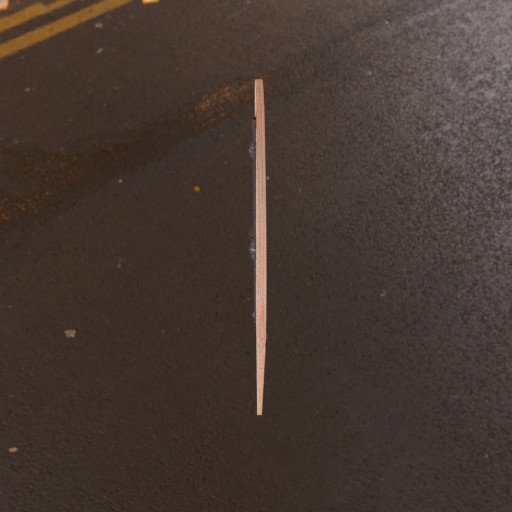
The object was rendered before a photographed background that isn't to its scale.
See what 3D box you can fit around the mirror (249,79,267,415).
[{"bbox_3d":[0.000,0.000,1.139,0.032,0.915,0.609,-1,60,0],"label":"mirror"}]
